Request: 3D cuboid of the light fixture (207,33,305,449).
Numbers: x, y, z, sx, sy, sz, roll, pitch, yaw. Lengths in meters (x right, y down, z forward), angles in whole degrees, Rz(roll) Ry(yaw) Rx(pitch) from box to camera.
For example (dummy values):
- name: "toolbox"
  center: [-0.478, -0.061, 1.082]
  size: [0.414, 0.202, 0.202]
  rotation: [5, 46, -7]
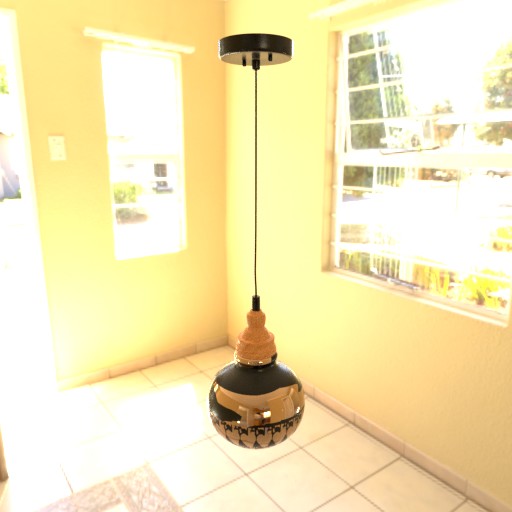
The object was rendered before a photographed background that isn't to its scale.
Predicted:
- name: "light fixture"
  center: [0.000, 0.000, 1.810]
  size: [0.430, 1.606, 0.430]
  rotation: [12, 18, 43]
